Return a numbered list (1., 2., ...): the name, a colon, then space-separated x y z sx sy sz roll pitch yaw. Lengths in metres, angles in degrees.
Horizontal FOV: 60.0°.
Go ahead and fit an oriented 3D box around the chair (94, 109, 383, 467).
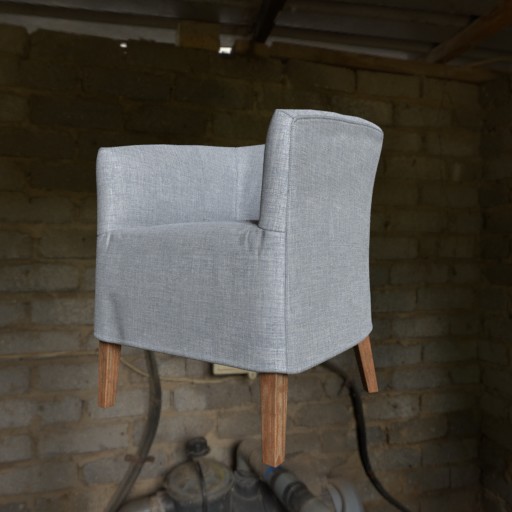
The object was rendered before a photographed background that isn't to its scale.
1. chair: 0.000 0.000 1.232 0.600 0.771 0.668 1 1 36
